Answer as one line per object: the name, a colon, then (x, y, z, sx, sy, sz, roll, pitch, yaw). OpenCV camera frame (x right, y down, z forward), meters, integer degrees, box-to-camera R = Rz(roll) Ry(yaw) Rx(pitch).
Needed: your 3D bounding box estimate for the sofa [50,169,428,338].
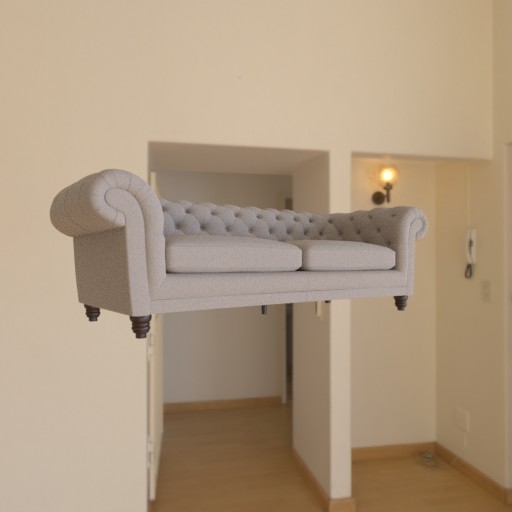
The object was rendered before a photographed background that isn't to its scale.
sofa: (0.000, 0.000, 2.854, 2.411, 0.749, 0.991, 1, -1, -37)
